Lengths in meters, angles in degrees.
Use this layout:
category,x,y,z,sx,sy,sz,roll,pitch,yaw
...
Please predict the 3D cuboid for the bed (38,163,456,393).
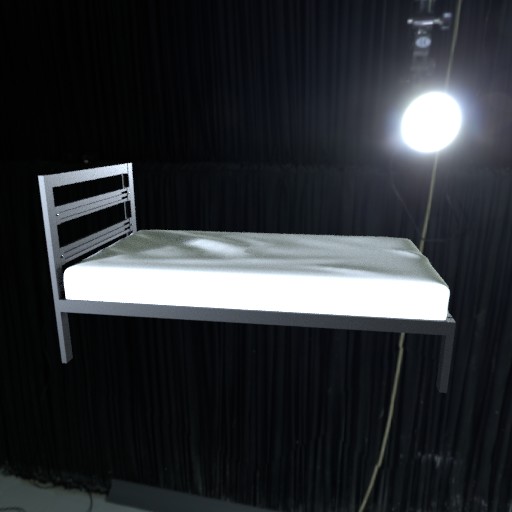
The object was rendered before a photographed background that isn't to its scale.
category,x,y,z,sx,sy,sz,roll,pitch,yaw
bed,0.000,0.000,2.531,1.930,0.967,0.991,2,15,8
